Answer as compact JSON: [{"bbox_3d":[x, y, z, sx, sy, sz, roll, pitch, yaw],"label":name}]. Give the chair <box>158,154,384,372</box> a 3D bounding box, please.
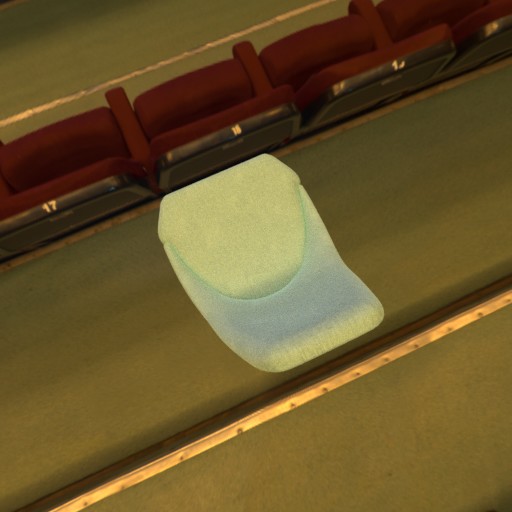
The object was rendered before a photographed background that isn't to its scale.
[{"bbox_3d":[0.000,0.000,1.368,0.510,1.040,0.660,-24,77,-6],"label":"chair"}]
